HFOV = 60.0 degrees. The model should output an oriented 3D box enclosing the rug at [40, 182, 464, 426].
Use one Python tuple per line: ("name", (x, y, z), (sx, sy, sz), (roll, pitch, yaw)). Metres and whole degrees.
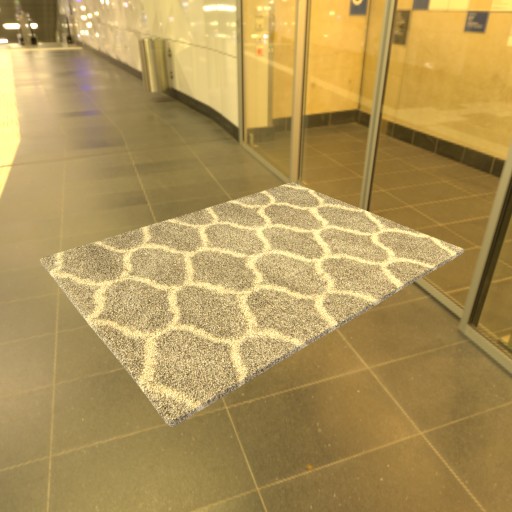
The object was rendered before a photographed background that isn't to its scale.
("rug", (0.000, 0.000, 2.076), (1.600, 0.025, 1.200), (-22, 36, -33))
